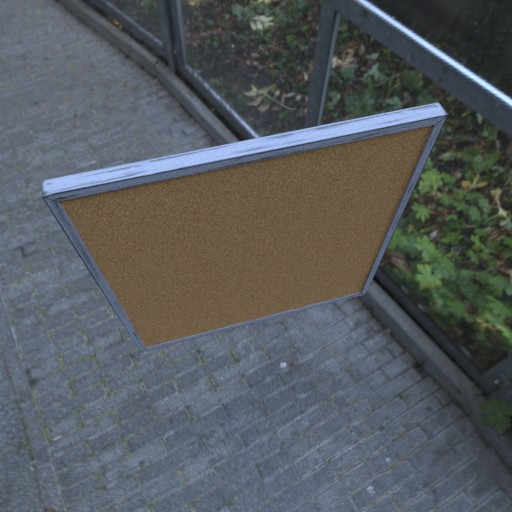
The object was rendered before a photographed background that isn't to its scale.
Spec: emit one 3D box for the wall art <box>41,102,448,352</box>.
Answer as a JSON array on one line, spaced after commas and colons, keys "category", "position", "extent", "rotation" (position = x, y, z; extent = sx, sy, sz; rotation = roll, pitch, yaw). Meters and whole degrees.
[{"category": "wall art", "position": [0.000, 0.000, 1.134], "extent": [0.761, 0.761, 0.037], "rotation": [-13, 59, -8]}]
